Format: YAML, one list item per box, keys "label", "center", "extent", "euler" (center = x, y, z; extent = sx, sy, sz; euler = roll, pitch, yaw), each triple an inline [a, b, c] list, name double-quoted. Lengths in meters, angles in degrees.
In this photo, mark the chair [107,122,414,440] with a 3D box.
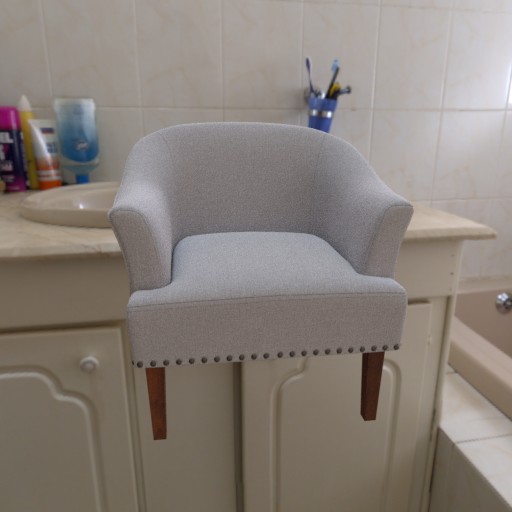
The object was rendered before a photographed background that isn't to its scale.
- label: "chair"
  center: [0.000, 0.000, 1.396]
  extent: [0.798, 0.815, 0.704]
  euler: [-2, 16, -8]
